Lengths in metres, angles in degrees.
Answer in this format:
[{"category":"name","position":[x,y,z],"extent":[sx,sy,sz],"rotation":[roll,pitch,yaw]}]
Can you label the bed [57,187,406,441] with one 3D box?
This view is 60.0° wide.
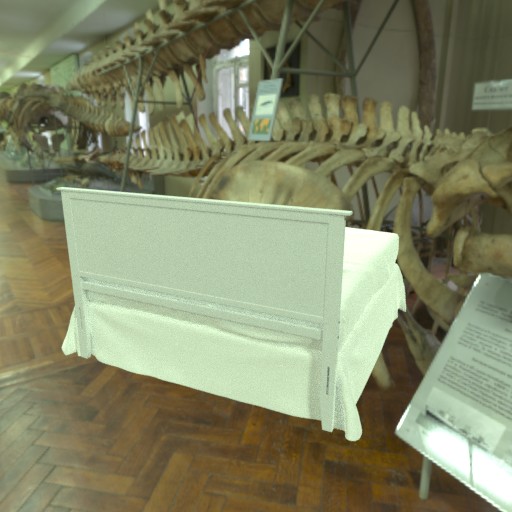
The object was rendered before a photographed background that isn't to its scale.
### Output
[{"category":"bed","position":[0.000,0.000,3.675],"extent":[2.317,1.273,2.215],"rotation":[8,18,25]}]
